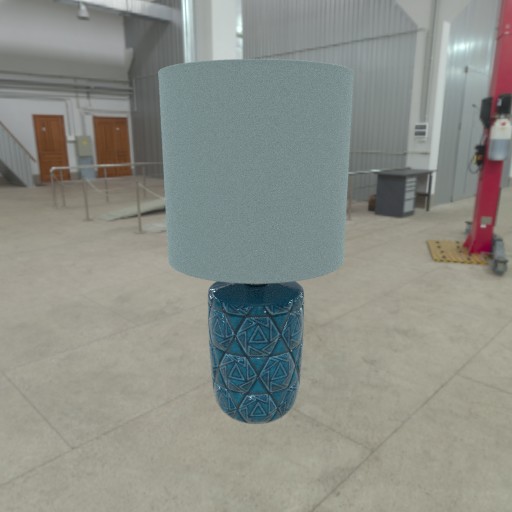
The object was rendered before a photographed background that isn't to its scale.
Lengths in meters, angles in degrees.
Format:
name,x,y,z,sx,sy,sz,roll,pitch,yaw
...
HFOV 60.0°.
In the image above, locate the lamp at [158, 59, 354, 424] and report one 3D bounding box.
name,x,y,z,sx,sy,sz,roll,pitch,yaw
lamp,0.000,0.000,0.495,0.193,0.377,0.193,2,15,9
